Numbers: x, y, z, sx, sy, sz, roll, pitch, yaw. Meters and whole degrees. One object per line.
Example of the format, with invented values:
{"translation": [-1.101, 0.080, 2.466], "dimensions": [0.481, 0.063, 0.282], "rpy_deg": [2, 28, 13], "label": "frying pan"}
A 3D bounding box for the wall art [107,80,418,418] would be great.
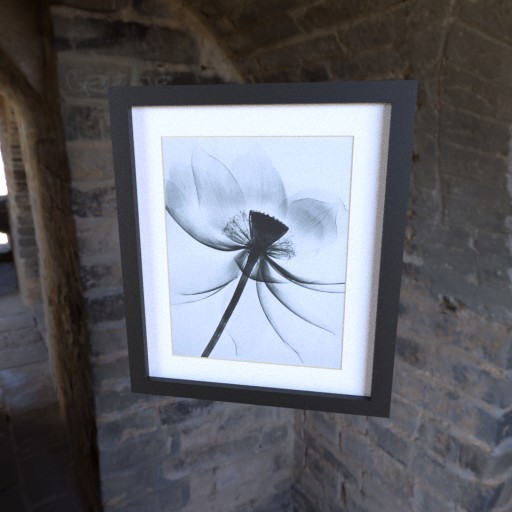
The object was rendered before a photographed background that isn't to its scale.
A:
{"translation": [0.000, 0.000, 0.526], "dimensions": [0.330, 0.381, 0.029], "rpy_deg": [2, 15, 10], "label": "wall art"}
